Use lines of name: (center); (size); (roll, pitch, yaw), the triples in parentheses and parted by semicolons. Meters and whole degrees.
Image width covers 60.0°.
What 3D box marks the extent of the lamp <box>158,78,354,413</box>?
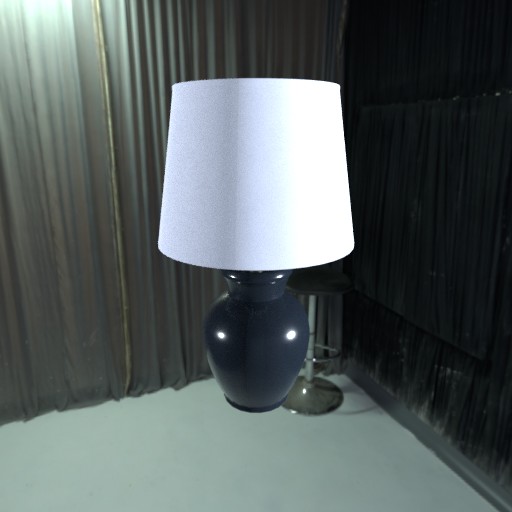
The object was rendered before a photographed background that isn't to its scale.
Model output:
lamp: (0.000, 0.000, 0.559); (0.239, 0.399, 0.239); (0, 16, 0)
